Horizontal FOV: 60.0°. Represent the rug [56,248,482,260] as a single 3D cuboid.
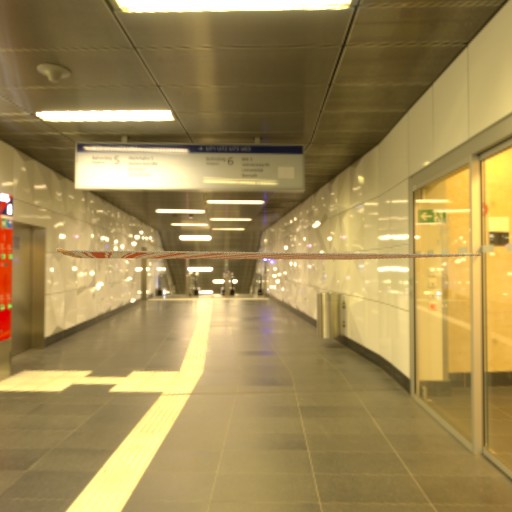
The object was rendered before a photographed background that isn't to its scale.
[{"bbox_3d":[0.000,0.000,3.081,2.433,0.022,1.556,0,-1,-18],"label":"rug"}]
